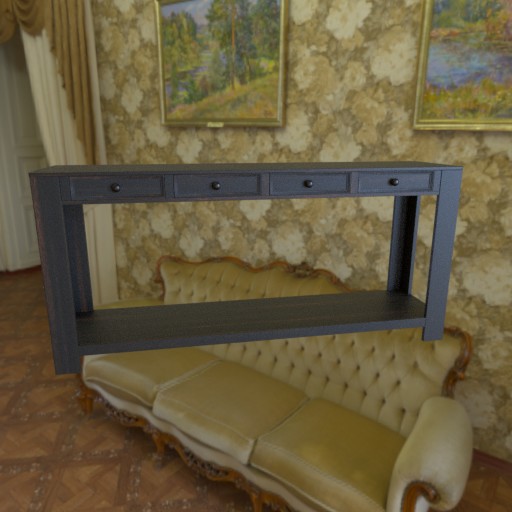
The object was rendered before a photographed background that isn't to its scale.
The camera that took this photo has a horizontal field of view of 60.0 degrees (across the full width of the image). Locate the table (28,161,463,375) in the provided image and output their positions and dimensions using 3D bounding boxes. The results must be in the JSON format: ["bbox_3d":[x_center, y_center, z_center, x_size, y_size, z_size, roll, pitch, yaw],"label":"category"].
[{"bbox_3d":[0.000,0.000,1.908,1.631,0.762,0.384,-3,16,-10],"label":"table"}]
